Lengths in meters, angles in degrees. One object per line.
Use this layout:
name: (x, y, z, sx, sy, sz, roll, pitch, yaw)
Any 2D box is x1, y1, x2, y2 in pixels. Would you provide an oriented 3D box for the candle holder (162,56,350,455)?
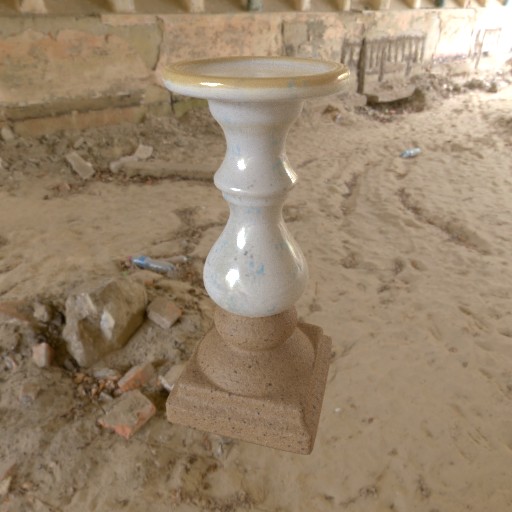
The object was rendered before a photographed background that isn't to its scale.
candle holder: (0.000, 0.000, 0.300, 0.110, 0.239, 0.110, 8, 31, 13)
